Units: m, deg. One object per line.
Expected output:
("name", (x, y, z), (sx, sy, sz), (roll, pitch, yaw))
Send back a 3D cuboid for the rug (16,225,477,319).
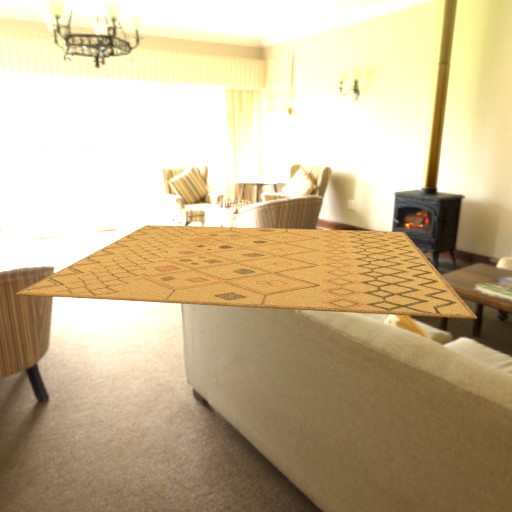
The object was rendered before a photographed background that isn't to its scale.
("rug", (0.000, 0.000, 4.054), (3.050, 0.016, 2.441), (2, 16, 8))
